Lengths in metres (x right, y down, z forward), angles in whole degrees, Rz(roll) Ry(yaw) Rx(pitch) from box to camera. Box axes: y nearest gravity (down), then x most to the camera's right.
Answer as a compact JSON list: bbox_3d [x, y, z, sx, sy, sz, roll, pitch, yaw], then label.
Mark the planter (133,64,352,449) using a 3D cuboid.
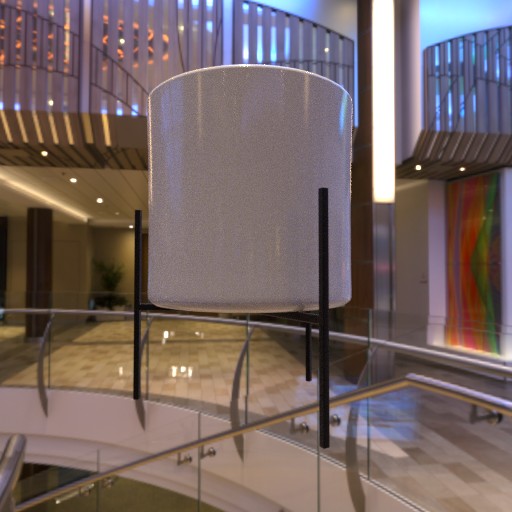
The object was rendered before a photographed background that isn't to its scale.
[{"bbox_3d":[0.000,0.000,0.732,0.360,0.480,0.361,-1,-2,36],"label":"planter"}]
